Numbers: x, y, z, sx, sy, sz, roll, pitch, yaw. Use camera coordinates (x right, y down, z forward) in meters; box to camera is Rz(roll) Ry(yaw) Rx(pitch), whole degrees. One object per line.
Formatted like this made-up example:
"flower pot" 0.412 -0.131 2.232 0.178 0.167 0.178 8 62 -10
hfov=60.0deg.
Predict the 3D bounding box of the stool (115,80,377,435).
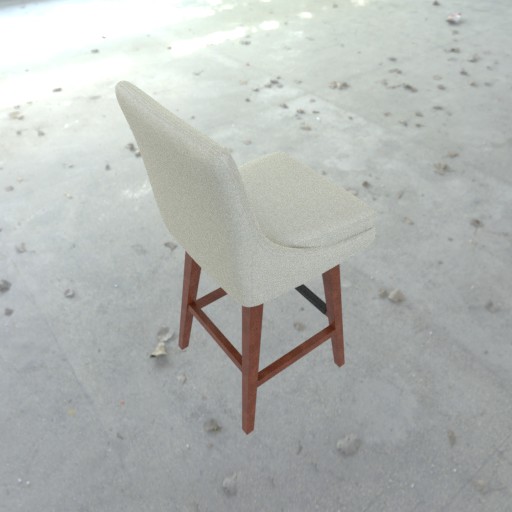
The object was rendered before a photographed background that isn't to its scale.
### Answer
"stool" 0.000 0.000 1.392 0.559 1.092 0.470 -27 49 -26
